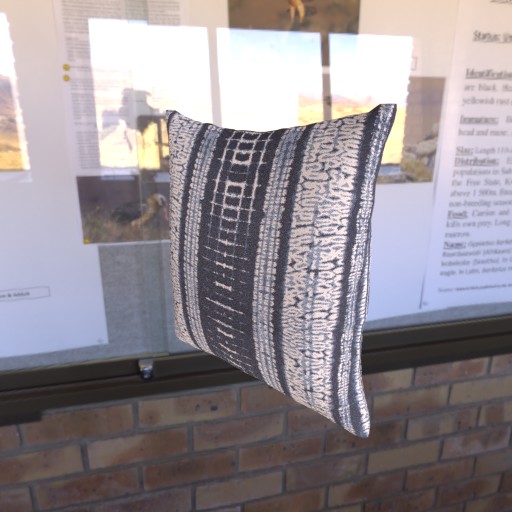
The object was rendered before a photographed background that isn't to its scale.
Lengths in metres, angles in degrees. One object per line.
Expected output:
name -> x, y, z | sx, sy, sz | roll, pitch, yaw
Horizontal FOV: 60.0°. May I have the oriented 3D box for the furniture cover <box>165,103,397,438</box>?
furniture cover -> 0.000, 0.000, 0.680 | 0.425, 0.435, 0.133 | 16, 24, 42
